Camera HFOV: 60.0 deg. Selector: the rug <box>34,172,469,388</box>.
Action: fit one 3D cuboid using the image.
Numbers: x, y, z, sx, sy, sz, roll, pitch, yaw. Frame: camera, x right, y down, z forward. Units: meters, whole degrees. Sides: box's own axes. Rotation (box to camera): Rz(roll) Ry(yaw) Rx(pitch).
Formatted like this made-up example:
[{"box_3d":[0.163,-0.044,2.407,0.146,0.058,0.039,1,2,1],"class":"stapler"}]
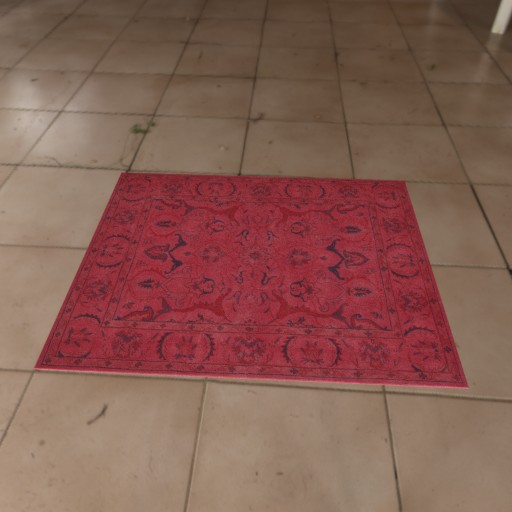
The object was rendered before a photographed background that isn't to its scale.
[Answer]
[{"box_3d":[0.000,0.000,3.777,2.929,0.012,2.300,2,46,2],"class":"rug"}]
